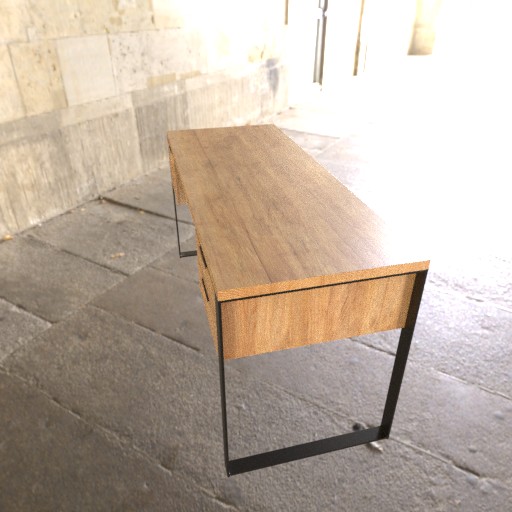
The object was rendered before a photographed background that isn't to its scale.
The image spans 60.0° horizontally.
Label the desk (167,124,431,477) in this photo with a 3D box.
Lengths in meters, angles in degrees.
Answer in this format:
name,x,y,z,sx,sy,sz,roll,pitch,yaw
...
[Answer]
name,x,y,z,sx,sy,sz,roll,pitch,yaw
desk,0.000,0.000,1.981,0.600,0.760,1.520,-8,32,-12
